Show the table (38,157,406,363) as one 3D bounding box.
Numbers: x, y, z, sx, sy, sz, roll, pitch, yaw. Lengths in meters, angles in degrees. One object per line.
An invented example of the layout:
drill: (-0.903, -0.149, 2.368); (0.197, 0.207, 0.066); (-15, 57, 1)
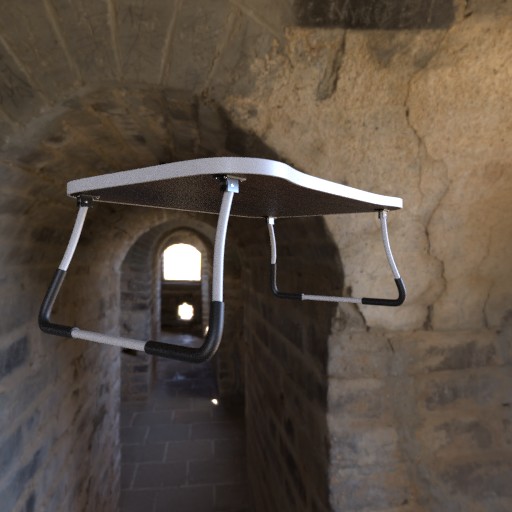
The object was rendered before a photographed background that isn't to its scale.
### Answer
table: (0.000, 0.000, 0.837); (0.400, 0.232, 0.660); (0, 0, 36)
